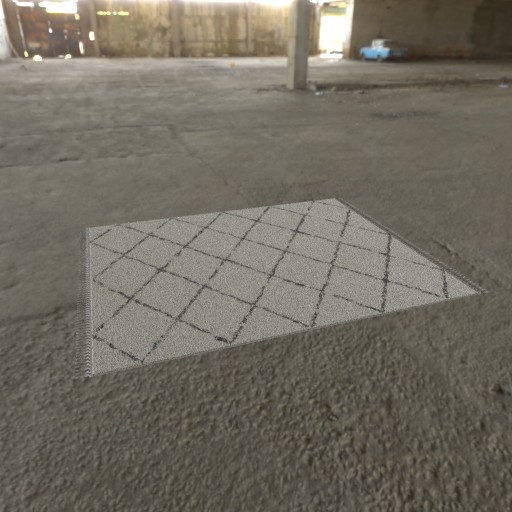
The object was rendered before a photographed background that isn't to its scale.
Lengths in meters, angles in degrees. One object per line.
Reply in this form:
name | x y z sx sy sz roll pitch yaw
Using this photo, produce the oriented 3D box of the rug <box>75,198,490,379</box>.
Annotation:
rug | 0.000 0.000 4.025 3.051 0.013 2.380 -9 28 -17
